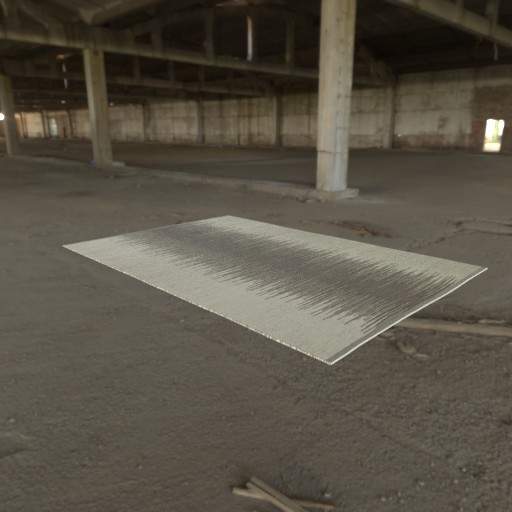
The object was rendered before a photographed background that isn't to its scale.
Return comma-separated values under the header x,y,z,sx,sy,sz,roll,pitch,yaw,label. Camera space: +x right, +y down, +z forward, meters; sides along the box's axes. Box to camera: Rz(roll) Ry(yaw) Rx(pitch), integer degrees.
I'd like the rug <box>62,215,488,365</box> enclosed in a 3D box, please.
x,y,z,sx,sy,sz,roll,pitch,yaw,label
0.000,0.000,2.250,1.226,0.007,1.815,-16,22,-43,rug
